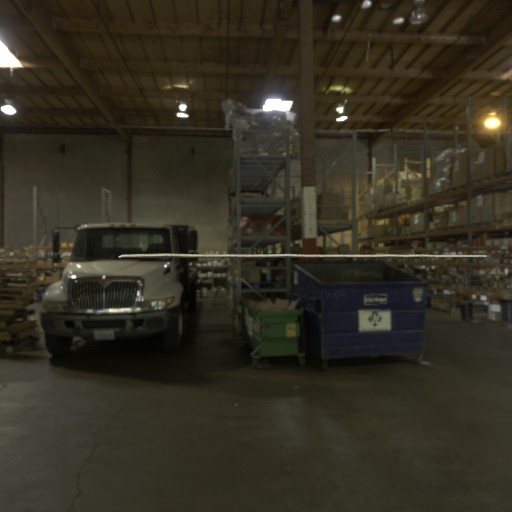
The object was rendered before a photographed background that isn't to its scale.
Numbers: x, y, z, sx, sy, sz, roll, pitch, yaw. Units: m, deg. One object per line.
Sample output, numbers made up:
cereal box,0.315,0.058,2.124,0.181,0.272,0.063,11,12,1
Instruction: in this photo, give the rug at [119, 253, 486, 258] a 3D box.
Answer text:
rug,0.000,0.000,3.348,1.964,0.025,2.455,0,0,-18
